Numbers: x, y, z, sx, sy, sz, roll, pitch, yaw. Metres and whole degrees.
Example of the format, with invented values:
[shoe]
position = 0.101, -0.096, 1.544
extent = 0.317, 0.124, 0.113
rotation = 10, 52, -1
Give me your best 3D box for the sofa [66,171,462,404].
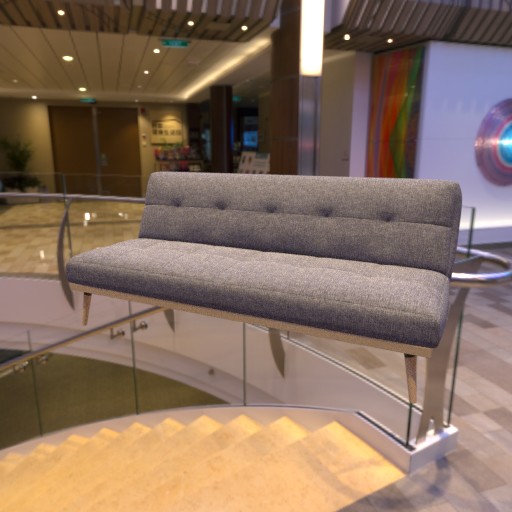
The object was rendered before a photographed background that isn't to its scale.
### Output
[sofa]
position = 0.000, 0.000, 2.235
extent = 1.820, 0.770, 0.820
rotation = 7, 15, 25
